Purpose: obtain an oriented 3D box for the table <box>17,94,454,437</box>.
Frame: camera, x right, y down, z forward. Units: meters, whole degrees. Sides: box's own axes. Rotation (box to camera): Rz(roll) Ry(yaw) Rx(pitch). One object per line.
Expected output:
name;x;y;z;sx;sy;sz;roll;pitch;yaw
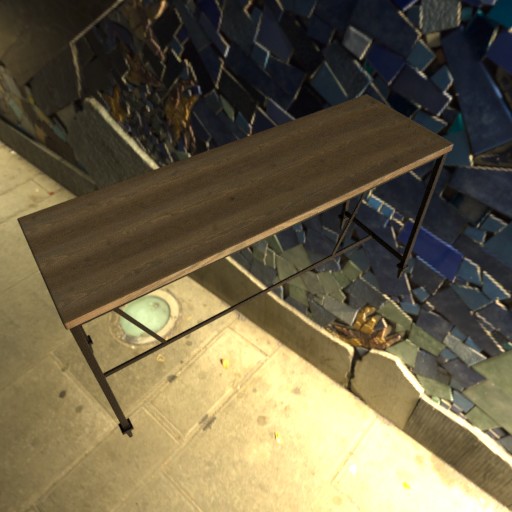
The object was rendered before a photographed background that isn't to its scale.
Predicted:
table;0.000;0.000;2.080;1.700;0.902;0.551;-26;52;-22
